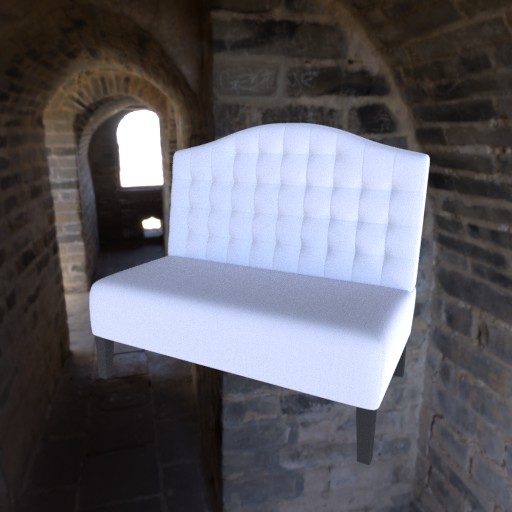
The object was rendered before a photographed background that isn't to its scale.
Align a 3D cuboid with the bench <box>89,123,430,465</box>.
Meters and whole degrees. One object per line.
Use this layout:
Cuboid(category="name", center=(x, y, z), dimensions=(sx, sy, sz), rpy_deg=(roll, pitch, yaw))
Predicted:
Cuboid(category="bench", center=(0.000, 0.000, 2.020), dimensions=(1.335, 1.180, 0.815), rpy_deg=(8, 17, 26))
